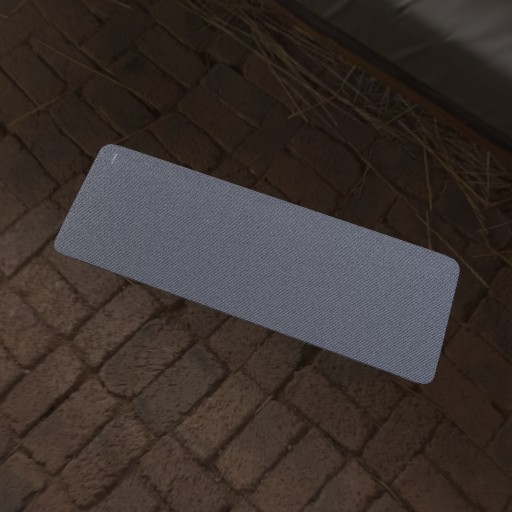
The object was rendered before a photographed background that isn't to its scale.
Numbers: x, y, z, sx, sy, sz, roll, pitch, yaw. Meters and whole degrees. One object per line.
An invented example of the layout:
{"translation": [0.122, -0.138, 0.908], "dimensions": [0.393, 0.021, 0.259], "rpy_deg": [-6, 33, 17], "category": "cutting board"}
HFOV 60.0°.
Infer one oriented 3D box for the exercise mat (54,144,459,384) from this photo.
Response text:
{"translation": [0.000, 0.000, 2.128], "dimensions": [1.884, 0.021, 0.616], "rpy_deg": [19, 77, 5], "category": "exercise mat"}
